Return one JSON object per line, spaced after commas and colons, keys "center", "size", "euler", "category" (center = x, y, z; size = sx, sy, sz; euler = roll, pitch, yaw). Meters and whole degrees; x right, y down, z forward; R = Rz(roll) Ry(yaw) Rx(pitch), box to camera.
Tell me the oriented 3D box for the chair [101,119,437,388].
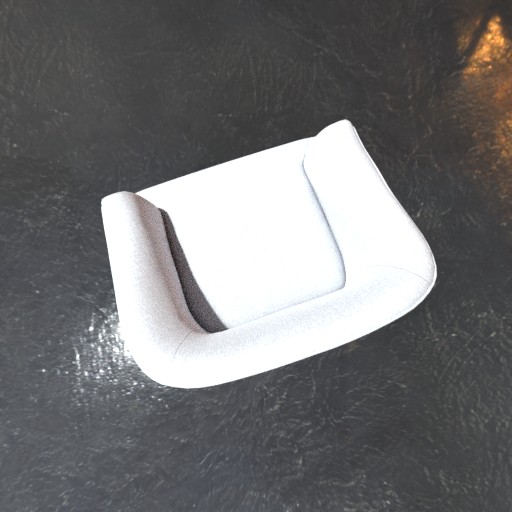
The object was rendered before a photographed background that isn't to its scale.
{"center": [0.000, 0.000, 1.421], "size": [0.798, 0.815, 0.704], "euler": [-19, 76, -5], "category": "chair"}
